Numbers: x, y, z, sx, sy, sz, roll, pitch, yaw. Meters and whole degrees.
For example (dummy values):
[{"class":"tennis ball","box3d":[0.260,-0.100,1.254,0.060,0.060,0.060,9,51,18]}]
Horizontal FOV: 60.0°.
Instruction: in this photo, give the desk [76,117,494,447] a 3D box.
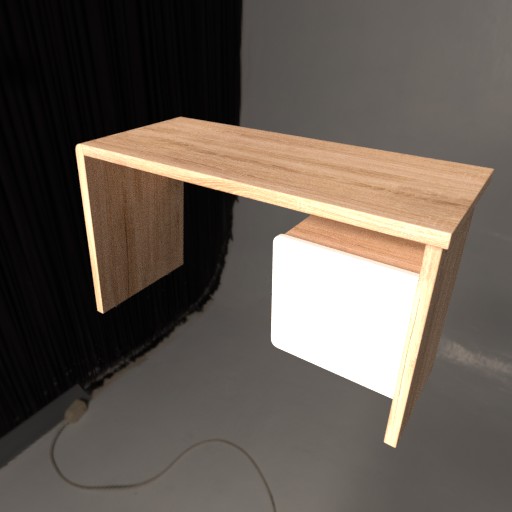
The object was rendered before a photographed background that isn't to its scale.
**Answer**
[{"class":"desk","box3d":[0.000,0.000,1.582,1.300,0.750,0.500,19,34,29]}]
